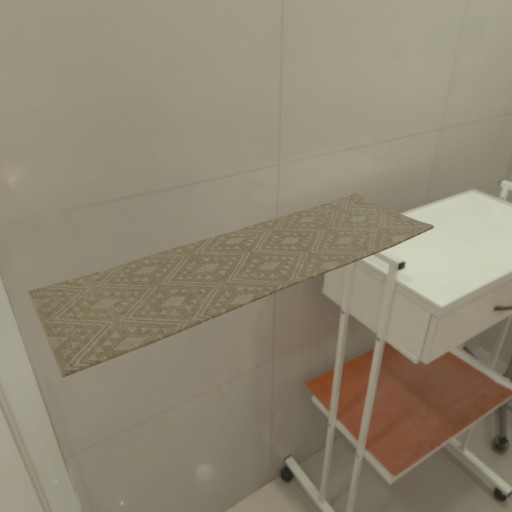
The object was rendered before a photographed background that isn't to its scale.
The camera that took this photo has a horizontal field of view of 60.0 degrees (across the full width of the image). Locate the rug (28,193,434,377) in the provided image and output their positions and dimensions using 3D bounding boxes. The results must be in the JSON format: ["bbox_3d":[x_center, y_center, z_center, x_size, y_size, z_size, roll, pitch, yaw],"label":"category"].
[{"bbox_3d":[0.000,0.000,2.703,2.452,0.051,0.752,-19,35,-29],"label":"rug"}]
